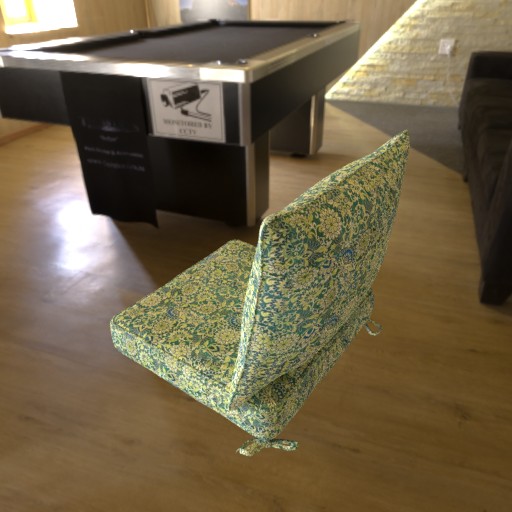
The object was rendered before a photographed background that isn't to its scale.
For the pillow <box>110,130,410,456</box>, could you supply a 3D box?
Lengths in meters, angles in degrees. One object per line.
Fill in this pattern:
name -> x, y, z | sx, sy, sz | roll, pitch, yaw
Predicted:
pillow -> 0.000, 0.000, 1.390 | 0.740, 0.722, 0.798 | 21, 37, 30
